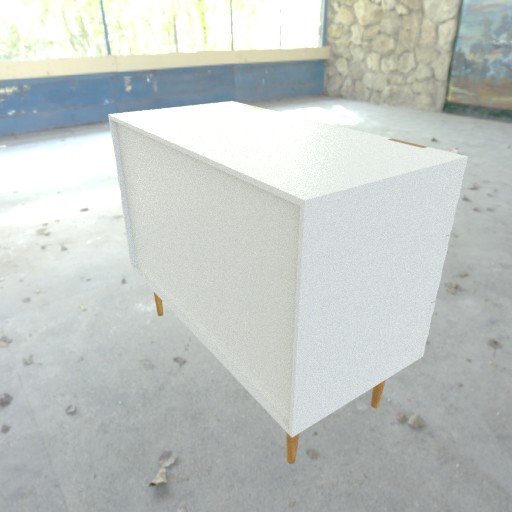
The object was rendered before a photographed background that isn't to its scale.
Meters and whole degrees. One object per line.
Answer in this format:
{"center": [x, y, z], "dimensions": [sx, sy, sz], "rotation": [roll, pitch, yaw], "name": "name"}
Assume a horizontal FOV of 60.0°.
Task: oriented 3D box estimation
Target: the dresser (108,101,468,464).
{"center": [0.000, 0.000, 1.302], "dimensions": [0.457, 0.721, 0.905], "rotation": [-18, 33, -31], "name": "dresser"}
